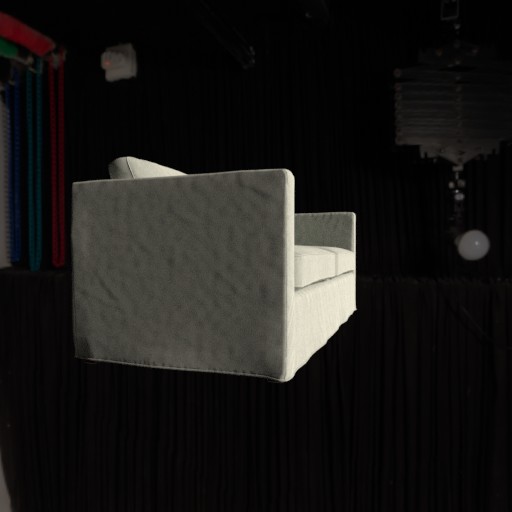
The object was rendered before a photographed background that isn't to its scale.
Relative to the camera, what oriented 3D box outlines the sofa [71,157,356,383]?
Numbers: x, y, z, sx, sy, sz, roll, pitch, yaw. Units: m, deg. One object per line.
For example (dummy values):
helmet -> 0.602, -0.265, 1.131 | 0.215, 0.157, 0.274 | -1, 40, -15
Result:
sofa -> 0.000, 0.000, 2.568 | 0.940, 0.870, 1.987 | 0, 1, 19
